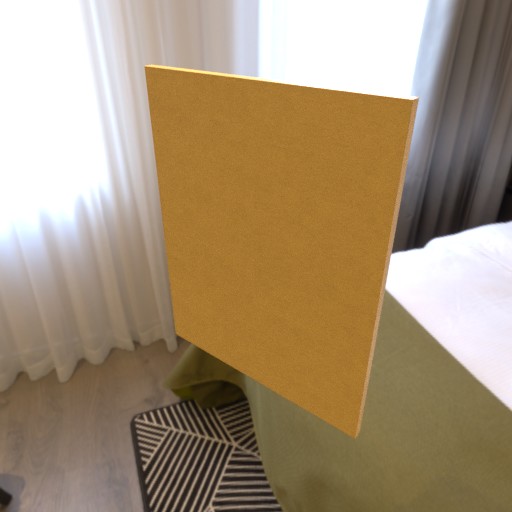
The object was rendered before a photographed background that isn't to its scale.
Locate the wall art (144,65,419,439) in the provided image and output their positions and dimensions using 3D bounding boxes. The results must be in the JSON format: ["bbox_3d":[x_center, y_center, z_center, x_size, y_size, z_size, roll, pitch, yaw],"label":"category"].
[{"bbox_3d":[0.000,0.000,1.333,0.798,1.002,0.030,22,37,32],"label":"wall art"}]
